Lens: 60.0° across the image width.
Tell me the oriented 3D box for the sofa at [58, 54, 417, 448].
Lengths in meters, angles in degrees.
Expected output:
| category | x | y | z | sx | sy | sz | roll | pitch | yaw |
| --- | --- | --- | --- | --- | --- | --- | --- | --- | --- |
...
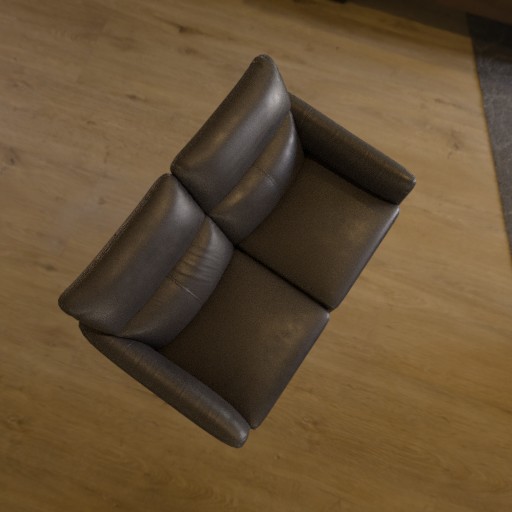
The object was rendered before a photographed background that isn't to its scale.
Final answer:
| category | x | y | z | sx | sy | sz | roll | pitch | yaw |
| --- | --- | --- | --- | --- | --- | --- | --- | --- | --- |
| sofa | 0.000 | 0.000 | 2.200 | 0.958 | 0.920 | 1.596 | 34 | 78 | 8 |
